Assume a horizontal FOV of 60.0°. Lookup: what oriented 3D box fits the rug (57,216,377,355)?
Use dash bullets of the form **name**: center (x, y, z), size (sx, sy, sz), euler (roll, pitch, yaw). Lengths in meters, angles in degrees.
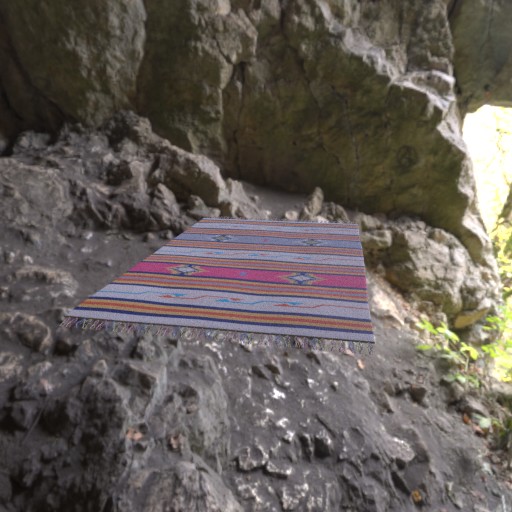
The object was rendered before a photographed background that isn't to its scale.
- **rug**: center (0.000, 0.000, 2.276), size (1.084, 0.013, 1.849), euler (3, 17, 10)
